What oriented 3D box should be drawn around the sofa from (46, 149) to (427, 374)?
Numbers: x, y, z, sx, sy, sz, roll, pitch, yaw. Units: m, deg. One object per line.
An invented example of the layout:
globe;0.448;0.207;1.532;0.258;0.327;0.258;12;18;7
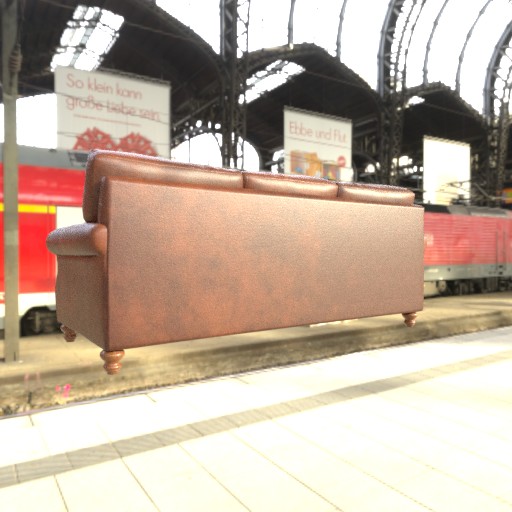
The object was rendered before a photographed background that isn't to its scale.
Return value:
sofa;0.000;0.000;2.809;2.351;0.977;0.973;-1;1;-35
